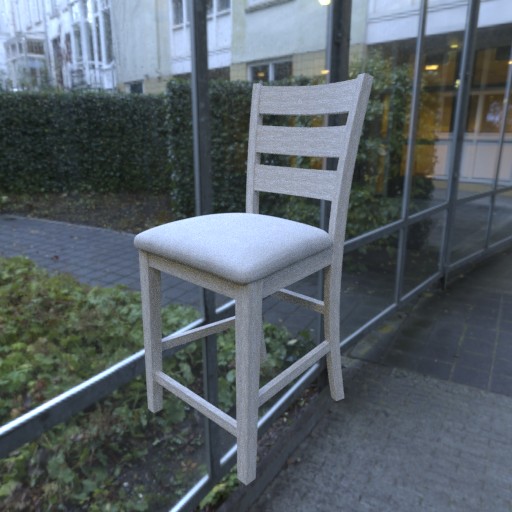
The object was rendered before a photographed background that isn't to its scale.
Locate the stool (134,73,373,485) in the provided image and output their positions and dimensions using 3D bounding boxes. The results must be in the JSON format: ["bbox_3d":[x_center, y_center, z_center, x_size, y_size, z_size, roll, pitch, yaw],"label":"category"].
[{"bbox_3d":[0.000,0.000,1.344,0.484,1.032,0.569,15,22,42],"label":"stool"}]
